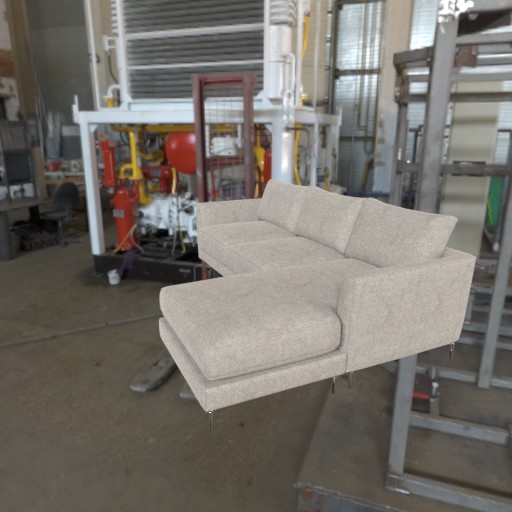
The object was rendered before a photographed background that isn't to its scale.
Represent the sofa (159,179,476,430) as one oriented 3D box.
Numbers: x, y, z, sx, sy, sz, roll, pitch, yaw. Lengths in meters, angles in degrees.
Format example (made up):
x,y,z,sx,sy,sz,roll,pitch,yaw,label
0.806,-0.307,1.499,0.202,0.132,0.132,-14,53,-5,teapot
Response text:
x,y,z,sx,sy,sz,roll,pitch,yaw,label
0.000,0.000,3.211,1.626,0.864,2.438,-8,18,-24,sofa
